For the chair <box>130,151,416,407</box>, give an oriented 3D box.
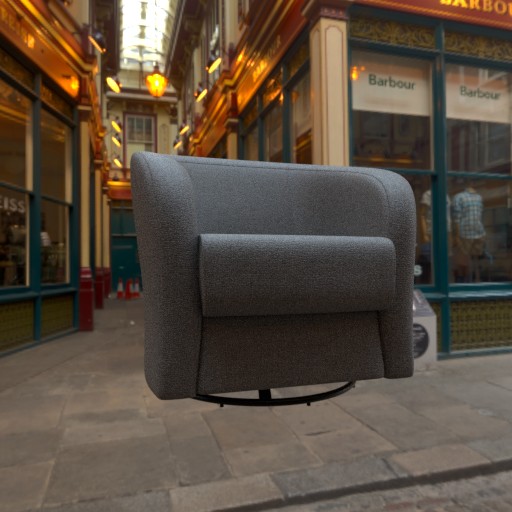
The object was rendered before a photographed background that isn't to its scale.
[{"bbox_3d":[0.000,0.000,1.435,0.791,0.771,0.815,0,-1,-18],"label":"chair"}]
